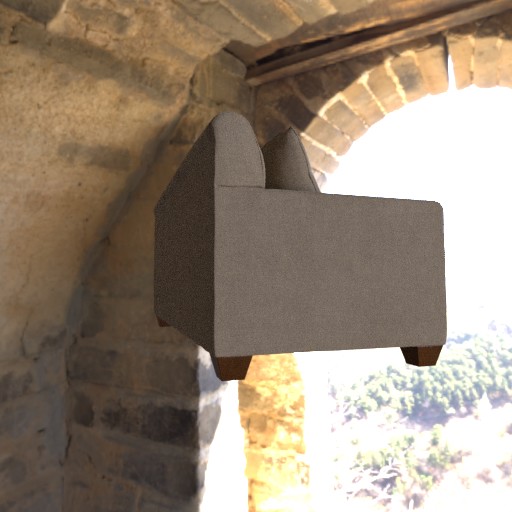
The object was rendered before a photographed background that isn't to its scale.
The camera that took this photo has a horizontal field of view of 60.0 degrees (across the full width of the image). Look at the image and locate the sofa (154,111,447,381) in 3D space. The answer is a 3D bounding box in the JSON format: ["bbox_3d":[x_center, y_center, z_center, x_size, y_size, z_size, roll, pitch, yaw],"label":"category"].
[{"bbox_3d":[0.000,0.000,2.565,0.997,0.958,2.024,1,-3,-18],"label":"sofa"}]
